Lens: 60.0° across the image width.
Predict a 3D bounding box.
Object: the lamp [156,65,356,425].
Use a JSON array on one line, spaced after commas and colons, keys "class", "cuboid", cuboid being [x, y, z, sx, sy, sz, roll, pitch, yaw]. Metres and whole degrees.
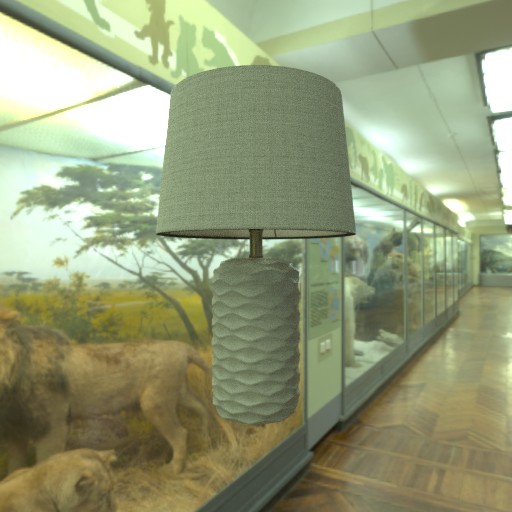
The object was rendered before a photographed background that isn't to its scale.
[{"class": "lamp", "cuboid": [0.000, 0.000, 0.851, 0.376, 0.594, 0.376, 0, 0, 0]}]
